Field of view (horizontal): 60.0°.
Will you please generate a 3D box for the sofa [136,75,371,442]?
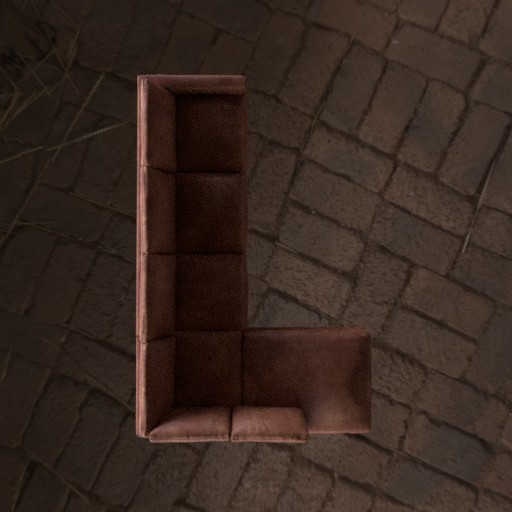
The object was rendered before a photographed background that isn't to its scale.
[{"bbox_3d":[0.000,0.000,3.802,1.938,0.877,2.984,0,89,0],"label":"sofa"}]
